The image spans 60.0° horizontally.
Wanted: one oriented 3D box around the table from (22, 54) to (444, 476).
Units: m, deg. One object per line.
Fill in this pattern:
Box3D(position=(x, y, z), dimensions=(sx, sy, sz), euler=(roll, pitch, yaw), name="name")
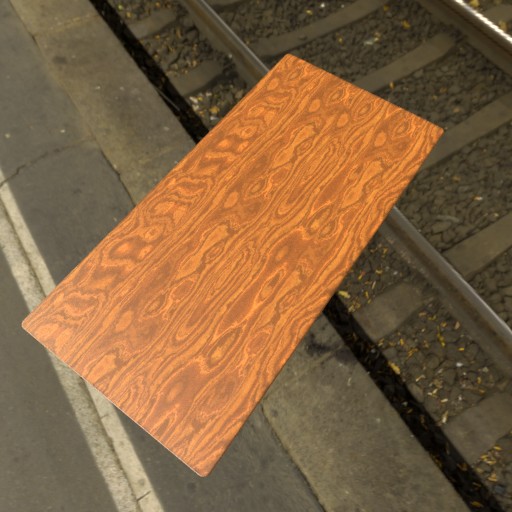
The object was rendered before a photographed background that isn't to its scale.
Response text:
Box3D(position=(0.000, 0.000, 2.190), dimensions=(0.883, 0.753, 1.791), euler=(33, 68, 15), name="table")
